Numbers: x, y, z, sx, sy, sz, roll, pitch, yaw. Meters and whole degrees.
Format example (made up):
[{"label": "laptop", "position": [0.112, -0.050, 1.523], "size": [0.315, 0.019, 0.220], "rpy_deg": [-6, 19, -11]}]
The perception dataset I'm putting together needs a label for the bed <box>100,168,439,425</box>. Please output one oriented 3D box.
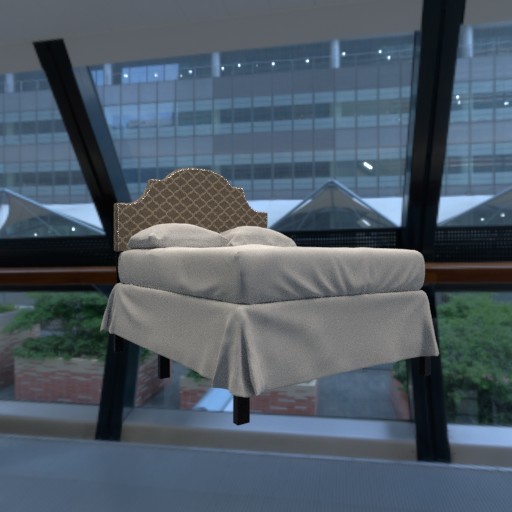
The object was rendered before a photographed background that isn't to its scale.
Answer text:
[{"label": "bed", "position": [0.000, 0.000, 3.421], "size": [1.780, 1.633, 2.222], "rpy_deg": [0, 1, -35]}]
